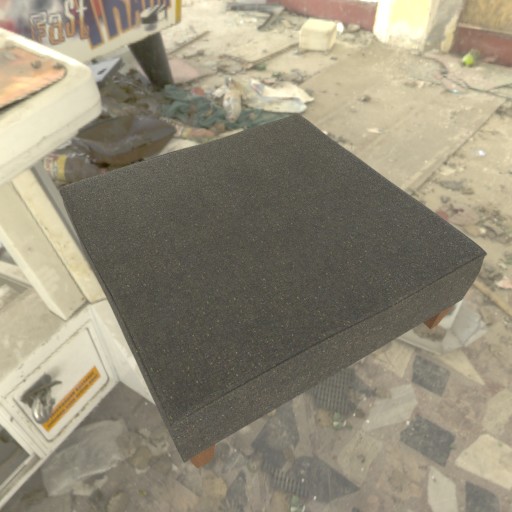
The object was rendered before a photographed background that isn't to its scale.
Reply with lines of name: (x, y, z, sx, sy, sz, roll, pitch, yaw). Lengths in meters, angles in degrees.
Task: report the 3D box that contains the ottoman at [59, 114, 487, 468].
ottoman: (0.000, 0.000, 1.510, 1.004, 0.382, 0.968, -23, 50, -21)
